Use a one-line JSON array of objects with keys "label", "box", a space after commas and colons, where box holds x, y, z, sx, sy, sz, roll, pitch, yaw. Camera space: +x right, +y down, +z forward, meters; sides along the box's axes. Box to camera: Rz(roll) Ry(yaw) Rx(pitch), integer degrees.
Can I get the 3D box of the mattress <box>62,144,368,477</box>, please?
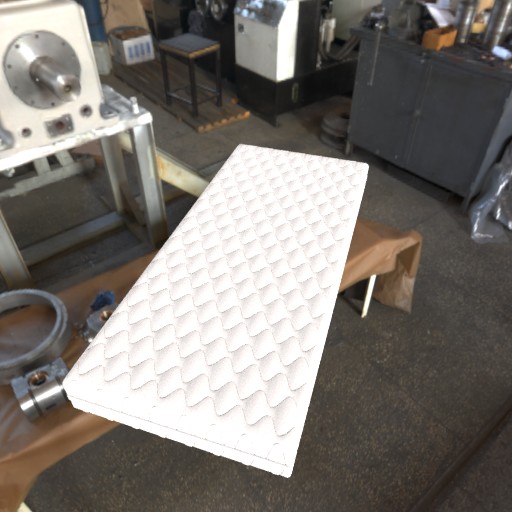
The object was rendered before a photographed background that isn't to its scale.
[{"label": "mattress", "box": [0.000, 0.000, 2.317, 0.900, 0.200, 2.000, 12, 43, 13]}]
